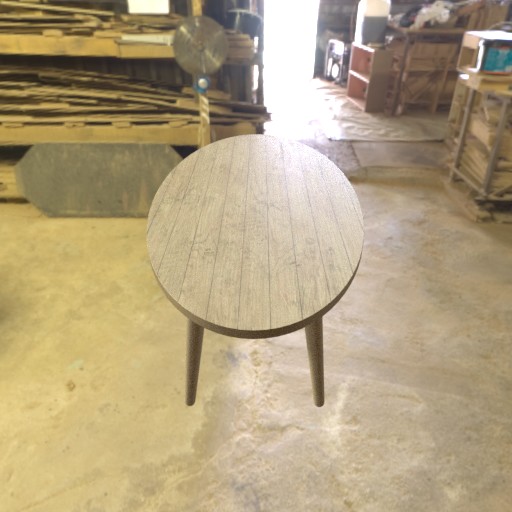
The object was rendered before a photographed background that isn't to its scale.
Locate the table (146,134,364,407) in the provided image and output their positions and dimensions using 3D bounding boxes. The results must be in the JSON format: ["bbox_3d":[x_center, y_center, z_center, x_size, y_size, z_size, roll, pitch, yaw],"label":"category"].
[{"bbox_3d":[0.000,0.000,1.297,0.542,0.390,1.083,0,32,0],"label":"table"}]
